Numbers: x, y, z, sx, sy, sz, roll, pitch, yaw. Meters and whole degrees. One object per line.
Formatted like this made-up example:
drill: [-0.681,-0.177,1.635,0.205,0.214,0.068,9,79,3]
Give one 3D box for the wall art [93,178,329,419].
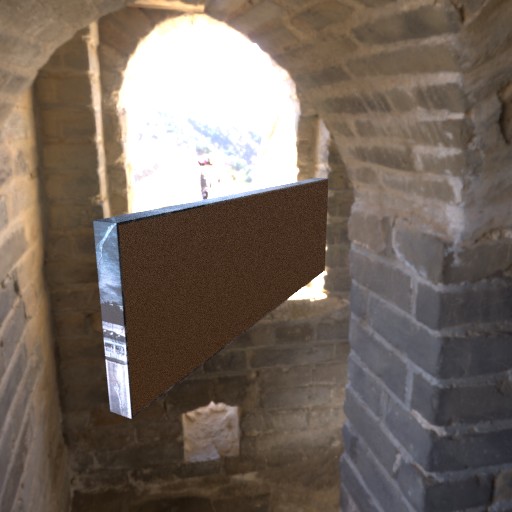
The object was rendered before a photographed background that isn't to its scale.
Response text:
wall art: [0.000,0.000,0.865,0.037,0.251,0.759,7,16,26]
